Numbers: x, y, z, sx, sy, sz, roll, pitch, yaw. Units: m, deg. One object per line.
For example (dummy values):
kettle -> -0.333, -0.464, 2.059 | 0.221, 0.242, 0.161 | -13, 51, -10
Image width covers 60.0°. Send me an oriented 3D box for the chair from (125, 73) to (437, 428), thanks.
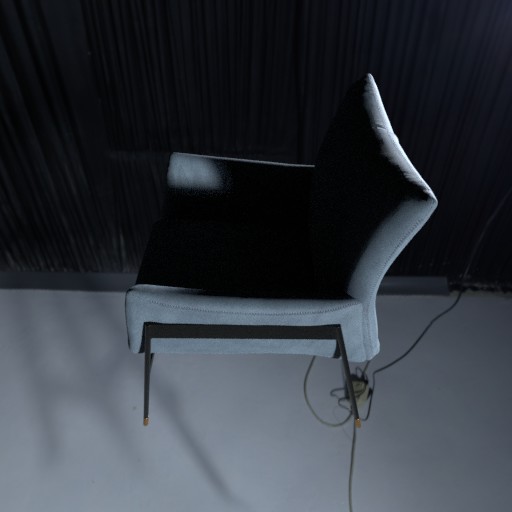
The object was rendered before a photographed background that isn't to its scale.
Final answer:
chair -> 0.000, 0.000, 1.338 | 0.709, 0.858, 0.678 | 0, 41, 0
